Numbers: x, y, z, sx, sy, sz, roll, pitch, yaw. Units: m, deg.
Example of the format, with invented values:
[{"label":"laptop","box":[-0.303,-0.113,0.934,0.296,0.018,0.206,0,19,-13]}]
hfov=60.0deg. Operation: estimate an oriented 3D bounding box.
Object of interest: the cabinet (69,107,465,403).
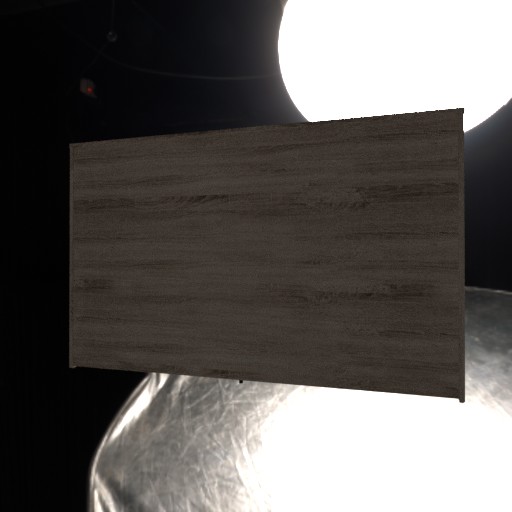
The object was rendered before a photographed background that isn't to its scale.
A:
[{"label":"cabinet","box":[0.000,0.000,1.740,1.450,0.900,0.380,0,0,17]}]
